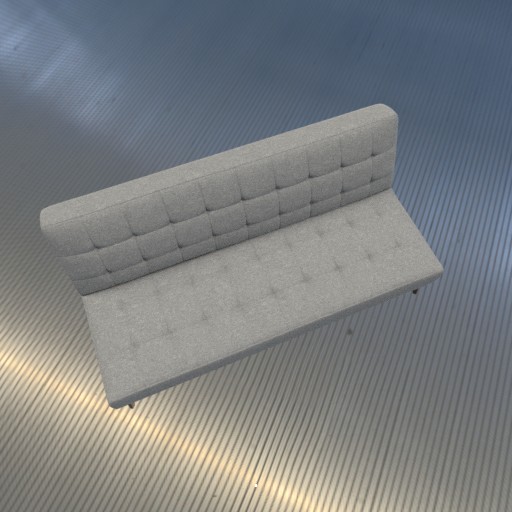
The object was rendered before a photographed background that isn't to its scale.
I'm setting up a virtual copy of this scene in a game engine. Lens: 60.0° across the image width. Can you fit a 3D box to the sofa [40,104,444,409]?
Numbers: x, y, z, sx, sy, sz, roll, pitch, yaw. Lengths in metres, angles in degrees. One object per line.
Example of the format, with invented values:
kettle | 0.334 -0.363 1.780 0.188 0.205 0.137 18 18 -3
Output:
sofa | 0.000 0.000 2.289 1.800 0.810 0.860 -20 64 -10
